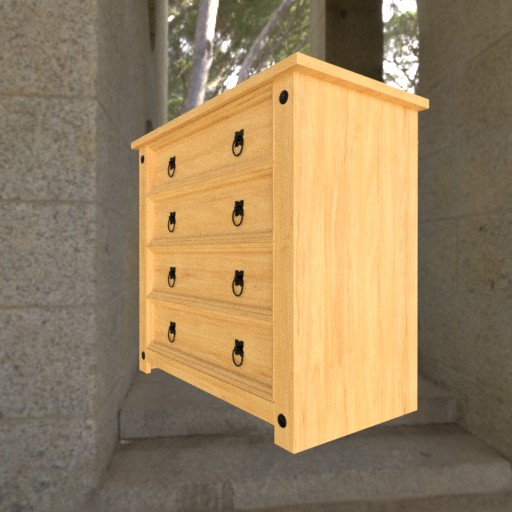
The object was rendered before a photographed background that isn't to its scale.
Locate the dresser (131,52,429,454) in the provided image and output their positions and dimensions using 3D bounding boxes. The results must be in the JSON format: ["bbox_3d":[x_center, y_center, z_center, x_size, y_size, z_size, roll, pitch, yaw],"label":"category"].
[{"bbox_3d":[0.000,0.000,1.232,0.410,0.730,0.800,0,0,-37],"label":"dresser"}]
